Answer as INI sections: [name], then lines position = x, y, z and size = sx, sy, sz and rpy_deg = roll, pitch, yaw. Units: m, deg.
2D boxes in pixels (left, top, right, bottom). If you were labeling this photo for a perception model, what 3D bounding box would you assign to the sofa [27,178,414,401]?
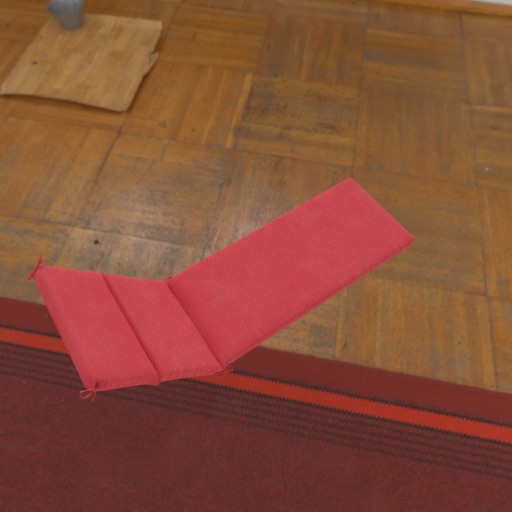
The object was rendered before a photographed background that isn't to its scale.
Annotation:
[sofa]
position = 0.000, 0.000, 1.959
size = 1.663, 0.622, 0.582
rpy_deg = -30, 63, -17
